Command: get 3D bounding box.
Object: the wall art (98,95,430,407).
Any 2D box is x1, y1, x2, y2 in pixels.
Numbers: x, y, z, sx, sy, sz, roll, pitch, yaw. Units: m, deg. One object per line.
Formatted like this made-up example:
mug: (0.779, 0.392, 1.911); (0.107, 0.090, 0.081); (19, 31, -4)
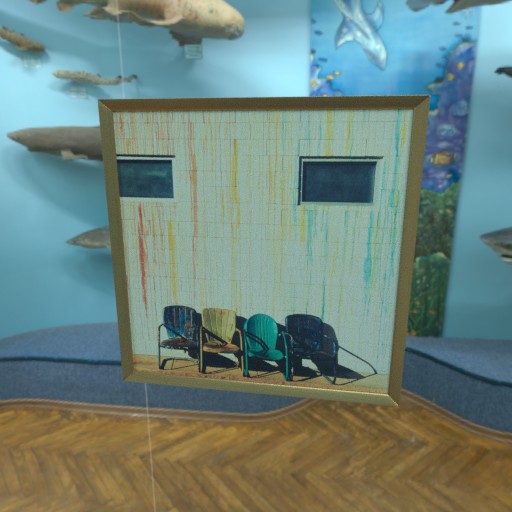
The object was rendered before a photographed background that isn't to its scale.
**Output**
wall art: (0.000, 0.000, 0.750); (0.505, 0.505, 0.037); (3, 16, 9)
